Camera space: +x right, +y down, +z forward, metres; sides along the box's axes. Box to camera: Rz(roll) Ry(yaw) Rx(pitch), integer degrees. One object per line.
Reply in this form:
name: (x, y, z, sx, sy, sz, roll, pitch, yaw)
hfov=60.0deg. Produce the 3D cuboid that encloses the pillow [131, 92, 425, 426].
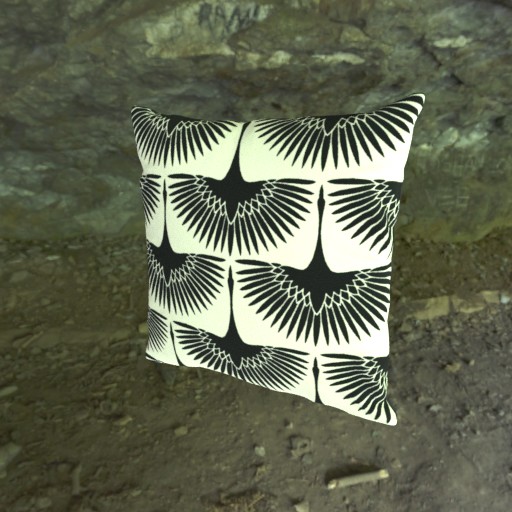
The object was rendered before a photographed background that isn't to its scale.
pillow: (0.000, 0.000, 0.649, 0.432, 0.432, 0.139, 7, 16, 25)
